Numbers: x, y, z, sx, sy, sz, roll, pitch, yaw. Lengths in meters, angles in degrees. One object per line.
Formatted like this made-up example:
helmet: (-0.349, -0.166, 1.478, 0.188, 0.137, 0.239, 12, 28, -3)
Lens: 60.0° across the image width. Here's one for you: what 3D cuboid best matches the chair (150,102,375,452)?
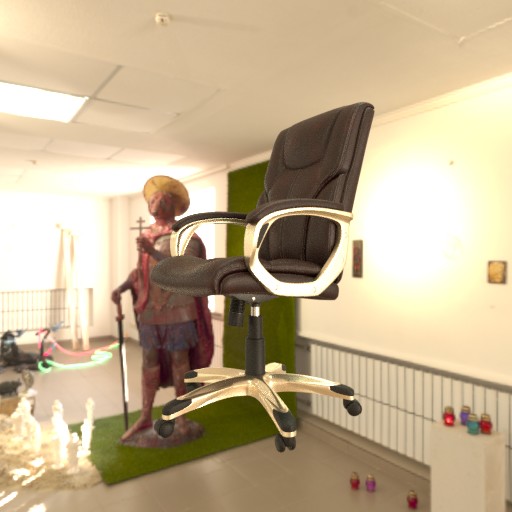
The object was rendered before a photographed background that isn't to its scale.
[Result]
chair: (0.000, 0.000, 1.558, 0.739, 1.107, 0.662, 0, 1, -35)
